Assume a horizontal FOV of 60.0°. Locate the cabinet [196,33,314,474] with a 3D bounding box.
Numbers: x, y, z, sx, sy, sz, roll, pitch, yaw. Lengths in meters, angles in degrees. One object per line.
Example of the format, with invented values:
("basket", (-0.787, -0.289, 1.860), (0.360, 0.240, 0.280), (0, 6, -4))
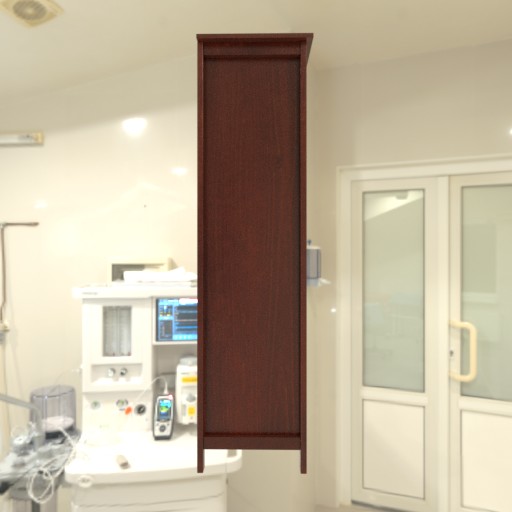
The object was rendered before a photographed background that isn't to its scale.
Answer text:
("cabinet", (0.000, 0.000, 1.759), (0.401, 1.518, 0.500), (0, 0, 1))
